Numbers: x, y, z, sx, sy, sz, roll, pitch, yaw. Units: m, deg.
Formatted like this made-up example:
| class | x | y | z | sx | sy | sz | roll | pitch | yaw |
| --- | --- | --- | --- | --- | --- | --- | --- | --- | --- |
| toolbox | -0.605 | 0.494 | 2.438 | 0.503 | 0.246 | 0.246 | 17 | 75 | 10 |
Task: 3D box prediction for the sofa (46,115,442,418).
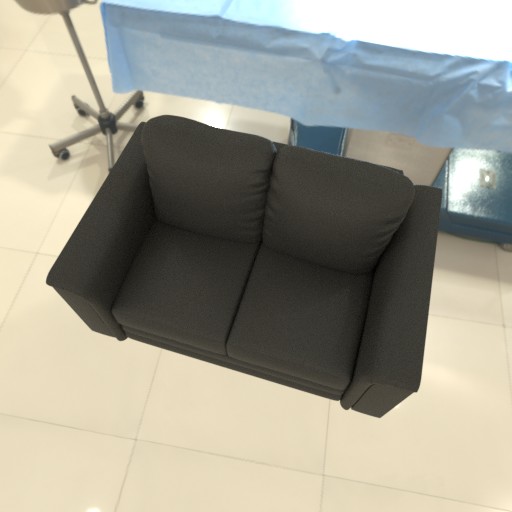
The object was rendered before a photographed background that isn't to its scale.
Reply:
| class | x | y | z | sx | sy | sz | roll | pitch | yaw |
| --- | --- | --- | --- | --- | --- | --- | --- | --- | --- |
| sofa | 0.000 | 0.000 | 1.921 | 1.386 | 0.845 | 0.887 | 15 | 61 | 8 |
